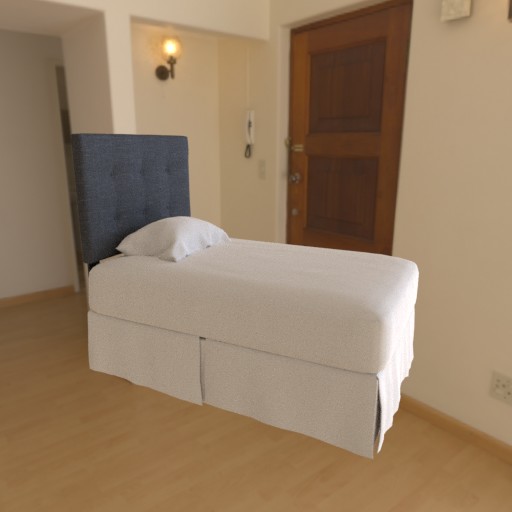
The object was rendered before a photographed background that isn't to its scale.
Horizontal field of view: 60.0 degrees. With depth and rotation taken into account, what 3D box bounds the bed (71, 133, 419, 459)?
[{"bbox_3d":[0.000,0.000,2.939,1.997,1.571,1.261,7,16,26],"label":"bed"}]
